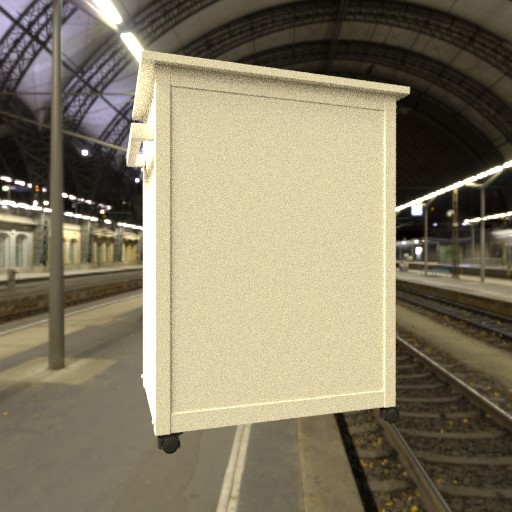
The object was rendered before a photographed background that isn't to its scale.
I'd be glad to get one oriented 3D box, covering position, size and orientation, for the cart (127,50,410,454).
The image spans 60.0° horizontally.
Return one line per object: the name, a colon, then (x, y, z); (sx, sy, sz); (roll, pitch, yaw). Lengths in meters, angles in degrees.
cart: (0.000, 0.000, 1.238); (0.683, 0.864, 0.442); (0, 0, -18)
